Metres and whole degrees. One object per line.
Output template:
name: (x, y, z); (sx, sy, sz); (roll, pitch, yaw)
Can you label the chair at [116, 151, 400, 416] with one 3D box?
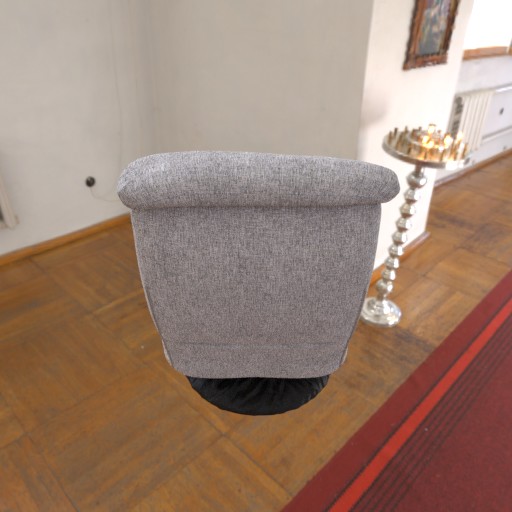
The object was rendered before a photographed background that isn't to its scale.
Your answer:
chair: (0.000, 0.000, 0.966); (0.400, 0.600, 0.583); (0, 31, 0)
